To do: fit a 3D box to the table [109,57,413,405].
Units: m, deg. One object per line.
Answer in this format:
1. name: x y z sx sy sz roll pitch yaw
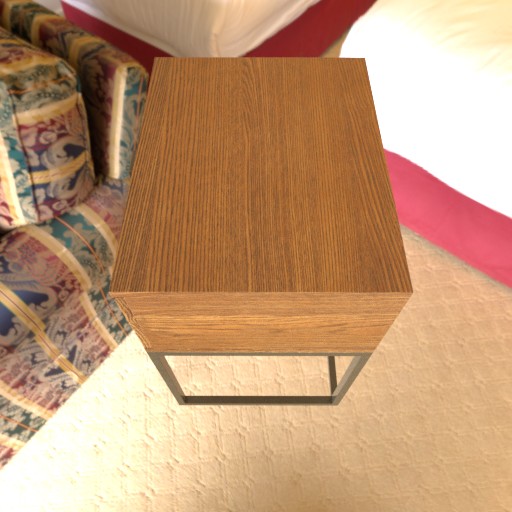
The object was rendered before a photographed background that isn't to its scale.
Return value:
1. table: 0.000 0.000 0.947 0.400 0.610 0.482 0 58 0
